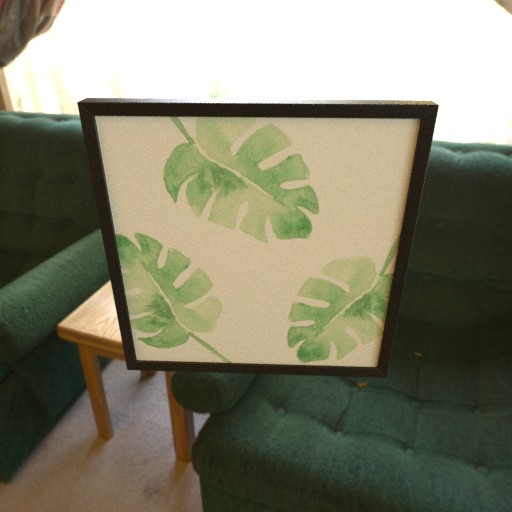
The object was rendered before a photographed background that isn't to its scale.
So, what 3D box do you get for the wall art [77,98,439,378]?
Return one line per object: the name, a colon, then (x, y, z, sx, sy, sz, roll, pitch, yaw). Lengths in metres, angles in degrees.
wall art: (0.000, 0.000, 0.758, 0.508, 0.508, 0.036, 1, 29, 2)
